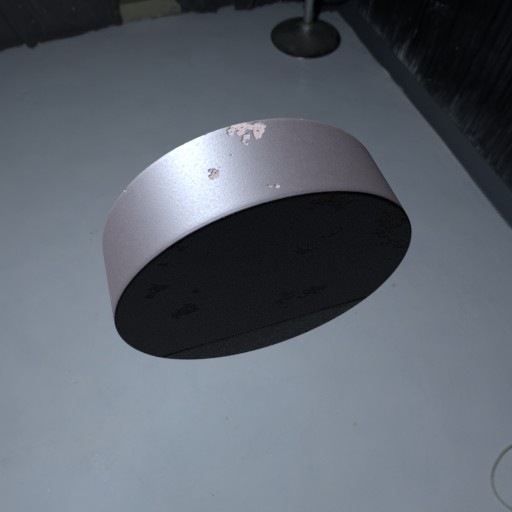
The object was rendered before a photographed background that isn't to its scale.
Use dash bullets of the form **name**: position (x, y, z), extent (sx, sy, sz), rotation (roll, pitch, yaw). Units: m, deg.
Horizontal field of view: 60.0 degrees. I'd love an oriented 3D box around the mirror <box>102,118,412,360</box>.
- **mirror**: position (0.000, 0.000, 0.600), extent (0.386, 0.386, 0.126), rotation (-15, 60, -9)
